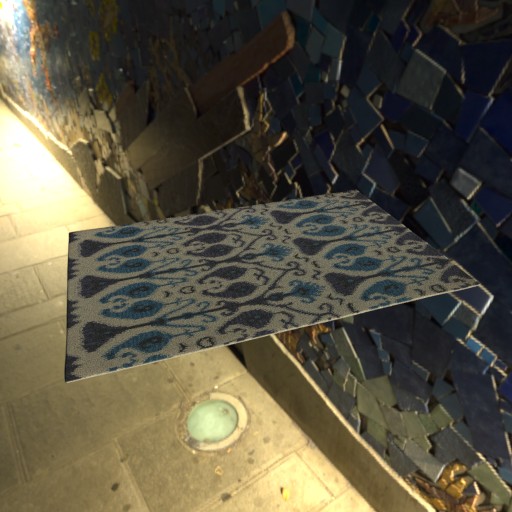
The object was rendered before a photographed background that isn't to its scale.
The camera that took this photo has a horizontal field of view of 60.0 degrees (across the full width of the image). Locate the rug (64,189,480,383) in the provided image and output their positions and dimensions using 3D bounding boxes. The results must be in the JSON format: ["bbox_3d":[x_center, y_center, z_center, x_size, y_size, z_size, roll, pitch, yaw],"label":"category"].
[{"bbox_3d":[0.000,0.000,2.112,1.698,0.013,1.072,-10,33,-16],"label":"rug"}]
